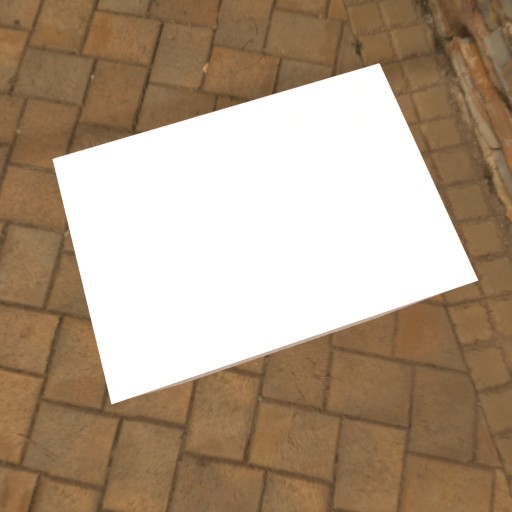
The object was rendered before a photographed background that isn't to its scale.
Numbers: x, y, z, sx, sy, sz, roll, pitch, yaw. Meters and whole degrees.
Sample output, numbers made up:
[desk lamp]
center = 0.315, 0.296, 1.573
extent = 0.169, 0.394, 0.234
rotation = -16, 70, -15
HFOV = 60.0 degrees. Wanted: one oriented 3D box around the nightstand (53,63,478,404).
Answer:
[nightstand]
center = 0.000, 0.000, 0.764
extent = 0.441, 0.460, 0.325
rotation = -18, 77, -4
